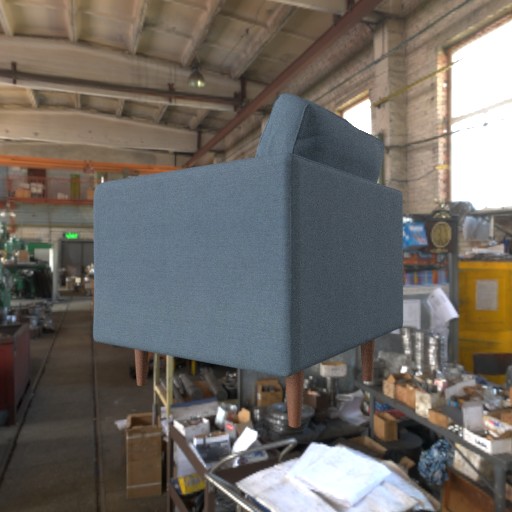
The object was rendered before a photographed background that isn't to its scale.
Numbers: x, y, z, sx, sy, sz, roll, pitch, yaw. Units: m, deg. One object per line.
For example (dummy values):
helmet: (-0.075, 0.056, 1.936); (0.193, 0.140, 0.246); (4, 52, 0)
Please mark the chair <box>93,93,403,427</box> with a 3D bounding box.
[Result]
chair: (0.000, 0.000, 1.609); (0.820, 0.922, 0.855); (0, 1, 36)
